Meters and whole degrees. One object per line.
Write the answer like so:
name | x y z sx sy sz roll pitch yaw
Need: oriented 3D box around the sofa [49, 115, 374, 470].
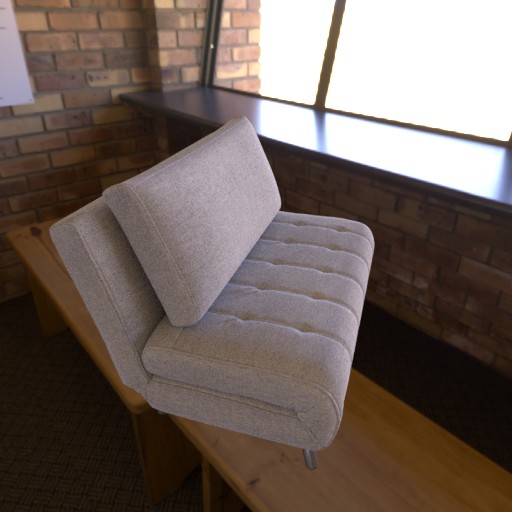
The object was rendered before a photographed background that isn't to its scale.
sofa | 0.000 0.000 1.841 0.910 0.910 1.220 9 30 16
